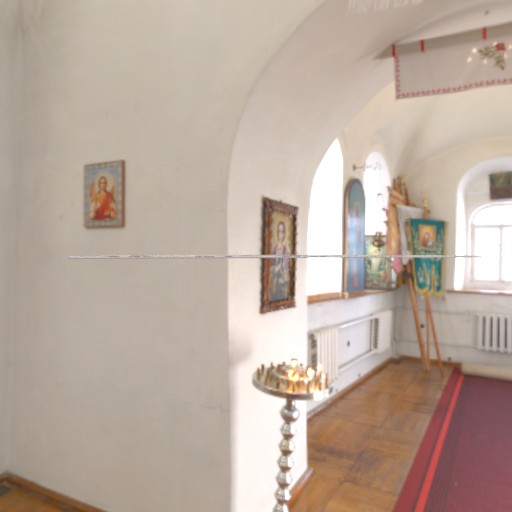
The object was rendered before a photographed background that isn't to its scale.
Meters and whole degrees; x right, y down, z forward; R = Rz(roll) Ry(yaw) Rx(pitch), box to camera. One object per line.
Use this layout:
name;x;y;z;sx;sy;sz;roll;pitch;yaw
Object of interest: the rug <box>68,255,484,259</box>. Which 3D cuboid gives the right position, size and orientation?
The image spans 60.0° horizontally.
rug;0.000;0.000;4.208;3.040;0.014;2.423;0;0;-17
